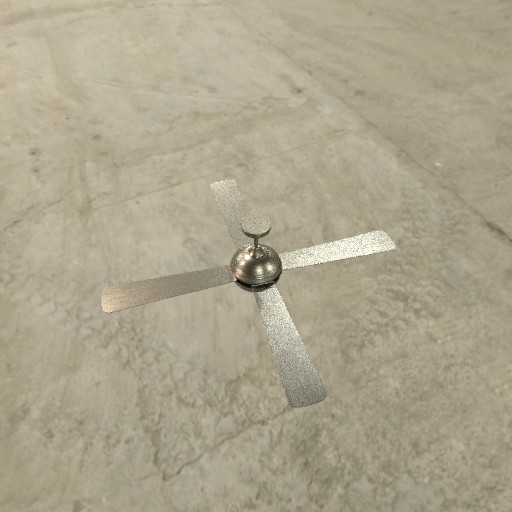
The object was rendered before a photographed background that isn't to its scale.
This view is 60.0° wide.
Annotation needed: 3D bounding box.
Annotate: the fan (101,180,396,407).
[{"bbox_3d":[0.000,0.000,1.984,1.321,0.381,1.321,3,46,3],"label":"fan"}]
